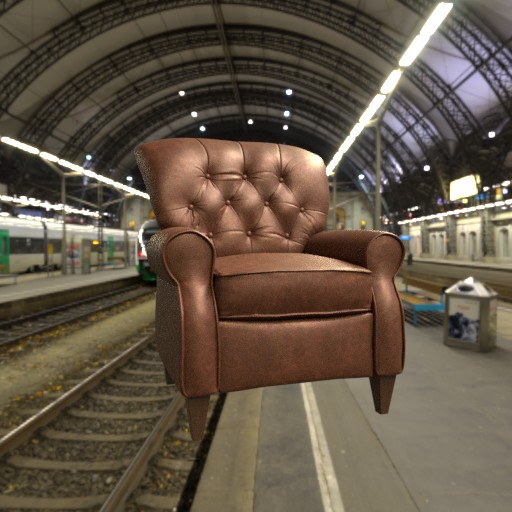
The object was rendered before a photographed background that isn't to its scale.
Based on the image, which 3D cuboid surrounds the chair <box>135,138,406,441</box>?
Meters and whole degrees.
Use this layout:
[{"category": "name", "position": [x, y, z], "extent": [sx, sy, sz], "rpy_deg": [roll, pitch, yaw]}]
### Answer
[{"category": "chair", "position": [0.000, 0.000, 1.947], "extent": [0.979, 1.162, 1.031], "rpy_deg": [0, 1, -19]}]
